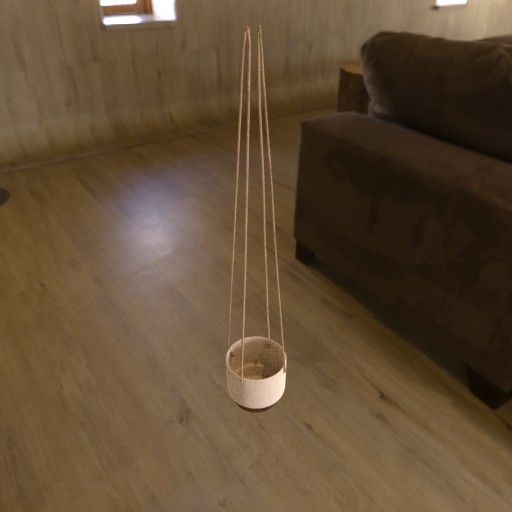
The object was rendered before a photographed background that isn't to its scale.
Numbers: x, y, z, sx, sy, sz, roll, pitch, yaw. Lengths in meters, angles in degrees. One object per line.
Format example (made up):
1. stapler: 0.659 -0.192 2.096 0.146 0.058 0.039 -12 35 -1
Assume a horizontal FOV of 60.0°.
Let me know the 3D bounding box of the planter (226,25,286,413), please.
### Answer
1. planter: 0.000 0.000 0.906 0.146 0.841 0.146 -11 34 -16
